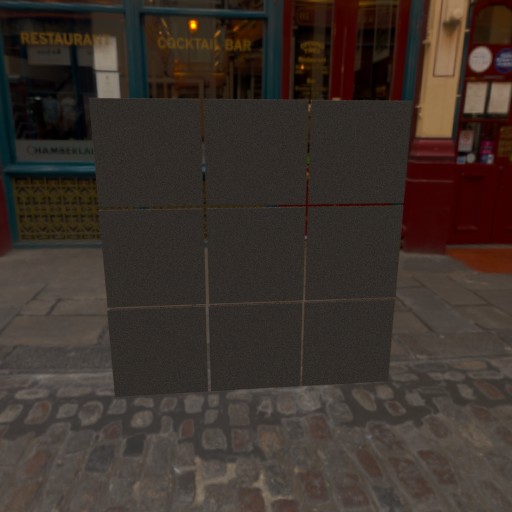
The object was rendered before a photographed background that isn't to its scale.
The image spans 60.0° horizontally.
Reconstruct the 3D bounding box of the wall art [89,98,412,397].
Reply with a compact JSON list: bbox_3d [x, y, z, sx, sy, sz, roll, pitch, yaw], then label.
[{"bbox_3d":[0.000,0.000,2.278,1.527,1.521,0.017,-2,15,-6],"label":"wall art"}]
